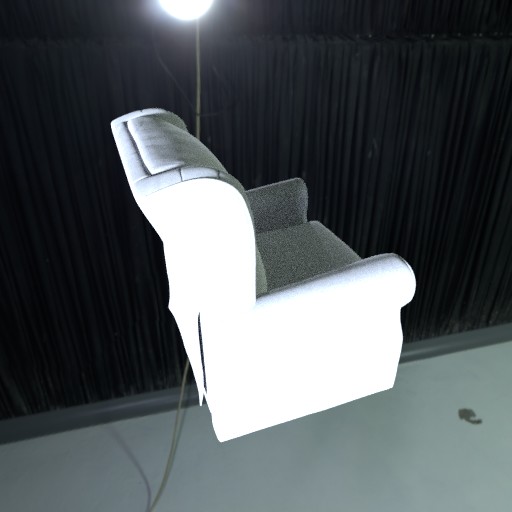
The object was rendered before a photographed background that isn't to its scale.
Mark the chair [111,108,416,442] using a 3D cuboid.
[{"bbox_3d":[0.000,0.000,1.648,0.854,0.967,0.906,-10,32,-17],"label":"chair"}]
